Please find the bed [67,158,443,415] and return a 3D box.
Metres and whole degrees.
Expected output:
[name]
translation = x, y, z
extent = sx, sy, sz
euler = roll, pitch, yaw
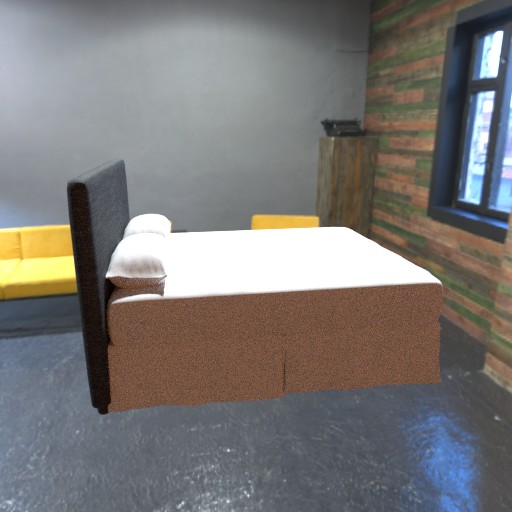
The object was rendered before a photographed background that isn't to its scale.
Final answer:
[bed]
translation = 0.000, 0.000, 3.227
extent = 2.142, 1.330, 1.723
euler = -3, 16, -10
